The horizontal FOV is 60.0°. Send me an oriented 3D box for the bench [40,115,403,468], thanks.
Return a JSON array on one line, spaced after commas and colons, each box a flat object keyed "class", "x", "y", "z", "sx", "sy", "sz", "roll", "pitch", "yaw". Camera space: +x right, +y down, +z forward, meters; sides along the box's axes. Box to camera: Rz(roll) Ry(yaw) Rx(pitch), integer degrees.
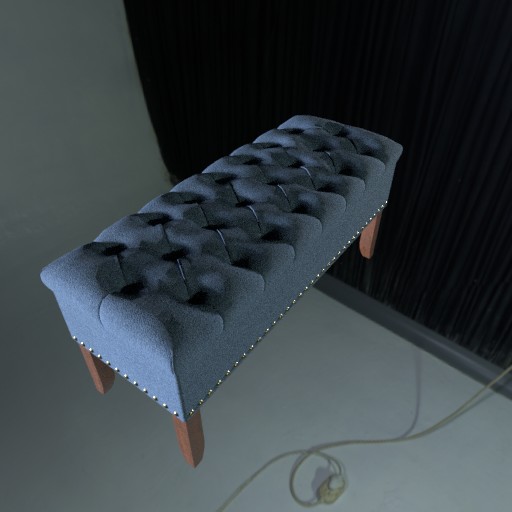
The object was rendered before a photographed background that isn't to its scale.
[{"class": "bench", "x": 0.000, "y": 0.000, "z": 1.326, "sx": 0.417, "sy": 0.492, "sz": 1.052, "roll": 25, "pitch": 46, "yaw": 27}]
